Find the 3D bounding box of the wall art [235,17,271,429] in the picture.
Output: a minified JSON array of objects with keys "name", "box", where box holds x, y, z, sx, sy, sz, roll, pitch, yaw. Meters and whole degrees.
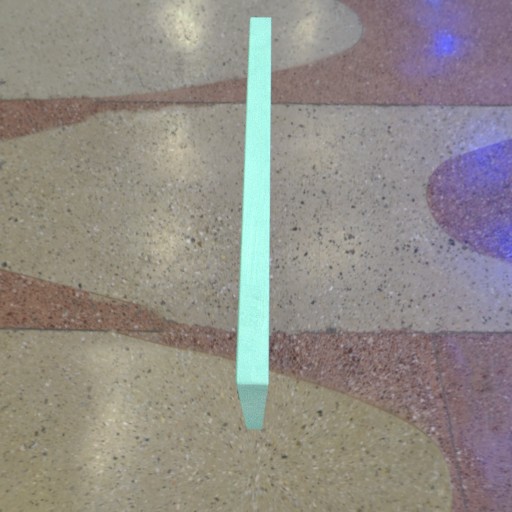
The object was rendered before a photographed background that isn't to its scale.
[{"name":"wall art","box":[0.000,0.000,1.125,0.054,0.766,0.765,1,64,0]}]
